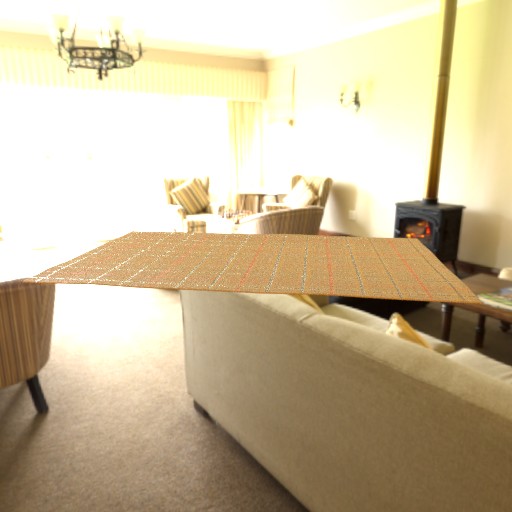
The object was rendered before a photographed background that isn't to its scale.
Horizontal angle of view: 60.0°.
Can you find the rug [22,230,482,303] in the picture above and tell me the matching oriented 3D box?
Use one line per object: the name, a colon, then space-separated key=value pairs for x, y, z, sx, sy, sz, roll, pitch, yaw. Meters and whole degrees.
rug: x=0.000 y=0.000 z=3.051 sx=2.439 sy=0.015 sz=1.524 roll=2 pitch=14 yaw=8
